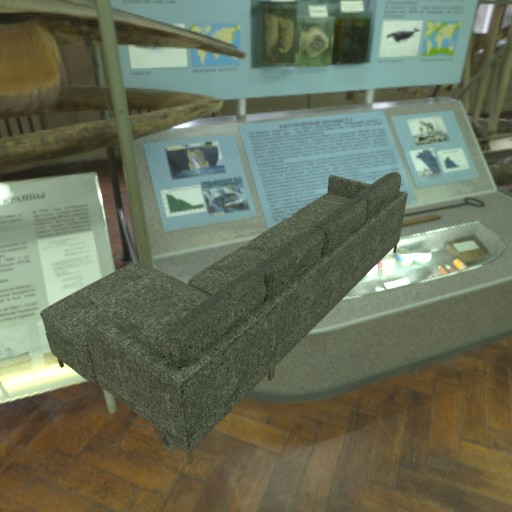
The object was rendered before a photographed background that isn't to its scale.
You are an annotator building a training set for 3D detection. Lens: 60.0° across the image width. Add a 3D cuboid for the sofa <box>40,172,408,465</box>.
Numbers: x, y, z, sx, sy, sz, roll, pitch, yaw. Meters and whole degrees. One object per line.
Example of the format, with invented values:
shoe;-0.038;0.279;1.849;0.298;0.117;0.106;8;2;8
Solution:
sofa;0.000;0.000;4.043;1.488;0.970;3.384;21;37;31
